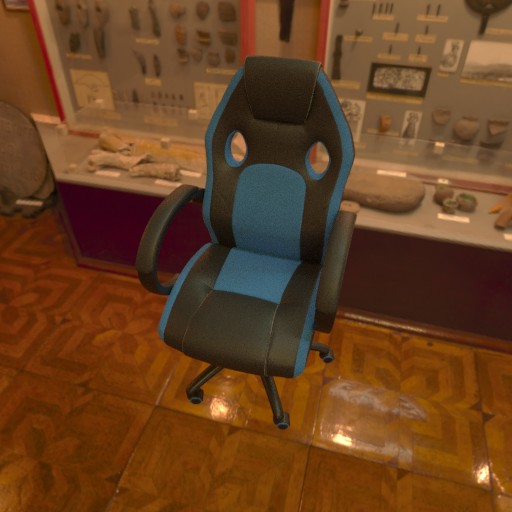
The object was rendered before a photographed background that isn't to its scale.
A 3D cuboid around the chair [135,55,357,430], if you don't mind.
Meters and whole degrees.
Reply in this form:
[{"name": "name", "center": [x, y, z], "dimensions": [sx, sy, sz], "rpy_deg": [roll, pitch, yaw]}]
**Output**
[{"name": "chair", "center": [0.000, 0.000, 1.599], "dimensions": [0.673, 1.187, 0.724], "rpy_deg": [11, 41, 13]}]
